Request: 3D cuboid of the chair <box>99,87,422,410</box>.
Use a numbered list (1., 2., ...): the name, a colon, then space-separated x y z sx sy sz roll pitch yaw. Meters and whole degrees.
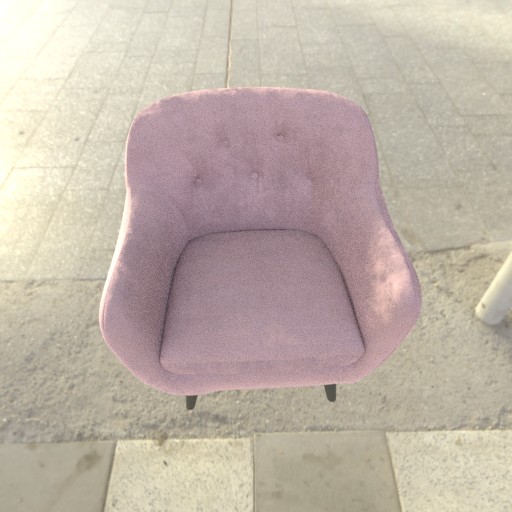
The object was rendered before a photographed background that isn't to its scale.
1. chair: 0.000 0.000 1.498 0.840 0.820 0.820 -2 48 -2
